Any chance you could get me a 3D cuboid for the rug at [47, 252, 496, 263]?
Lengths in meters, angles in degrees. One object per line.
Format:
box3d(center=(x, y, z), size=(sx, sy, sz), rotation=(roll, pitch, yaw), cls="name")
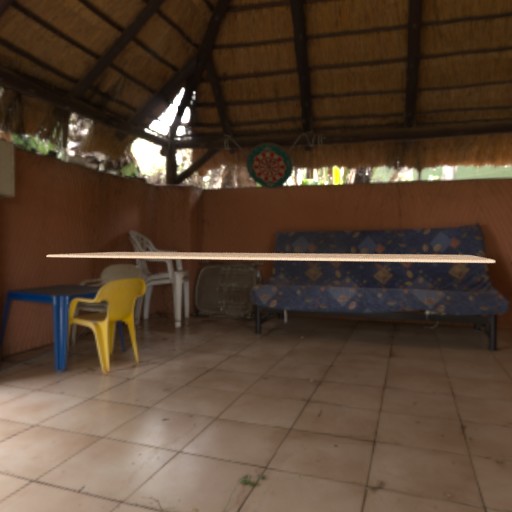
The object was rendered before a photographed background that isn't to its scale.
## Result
box3d(center=(0.000, 0.000, 2.477), size=(2.276, 0.014, 0.678), rotation=(1, 2, 18), cls="rug")
